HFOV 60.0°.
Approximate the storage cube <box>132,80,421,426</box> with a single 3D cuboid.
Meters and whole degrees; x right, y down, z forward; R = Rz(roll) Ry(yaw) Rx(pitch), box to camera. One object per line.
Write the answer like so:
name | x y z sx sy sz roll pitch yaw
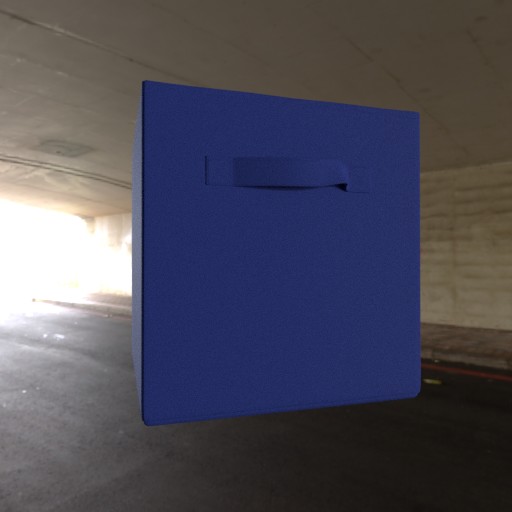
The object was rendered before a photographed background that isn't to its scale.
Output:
storage cube | 0.000 0.000 0.505 0.270 0.280 0.270 0 -1 -17
